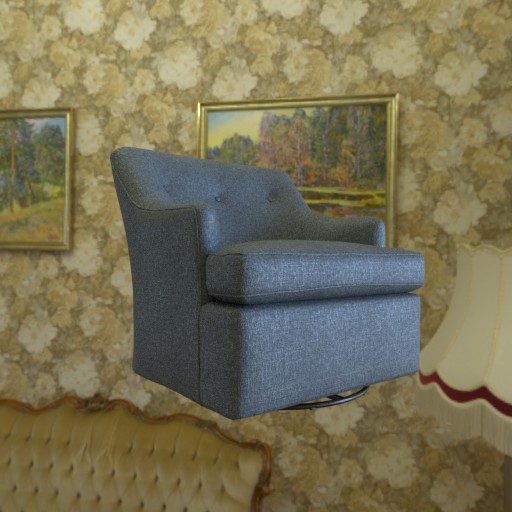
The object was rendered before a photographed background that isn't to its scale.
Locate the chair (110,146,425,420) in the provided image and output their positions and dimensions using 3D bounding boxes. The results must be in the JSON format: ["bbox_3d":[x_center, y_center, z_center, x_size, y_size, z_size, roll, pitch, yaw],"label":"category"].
[{"bbox_3d":[0.000,0.000,1.619,0.864,0.856,0.923,0,0,-37],"label":"chair"}]
